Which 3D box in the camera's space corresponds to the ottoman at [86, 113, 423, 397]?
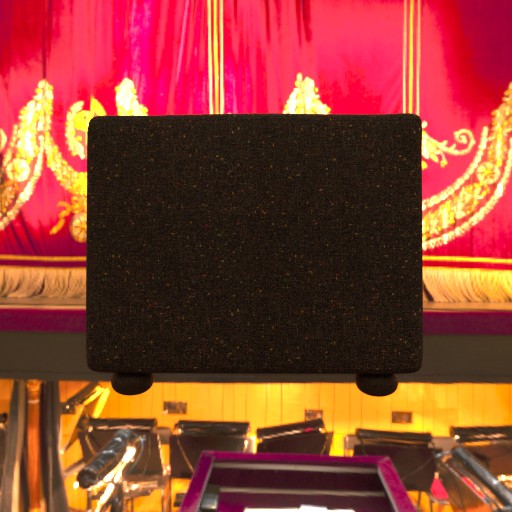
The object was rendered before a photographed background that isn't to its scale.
[{"bbox_3d":[0.000,0.000,0.884,0.508,0.432,0.508,0,-1,1],"label":"ottoman"}]
